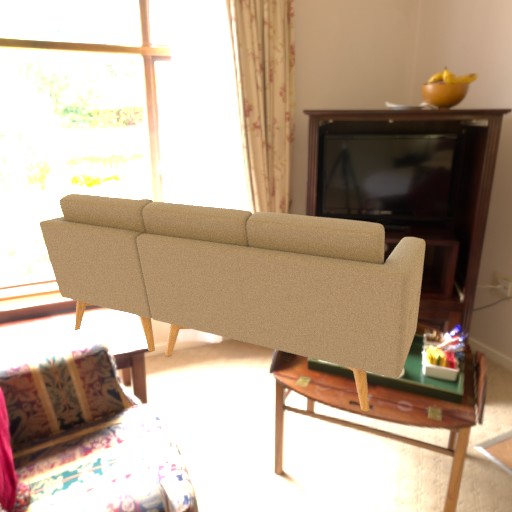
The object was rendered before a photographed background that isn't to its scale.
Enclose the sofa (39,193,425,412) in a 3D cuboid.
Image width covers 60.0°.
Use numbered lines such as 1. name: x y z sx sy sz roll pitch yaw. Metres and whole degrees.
1. sofa: 0.000 0.000 2.816 2.040 0.860 1.530 8 19 25
